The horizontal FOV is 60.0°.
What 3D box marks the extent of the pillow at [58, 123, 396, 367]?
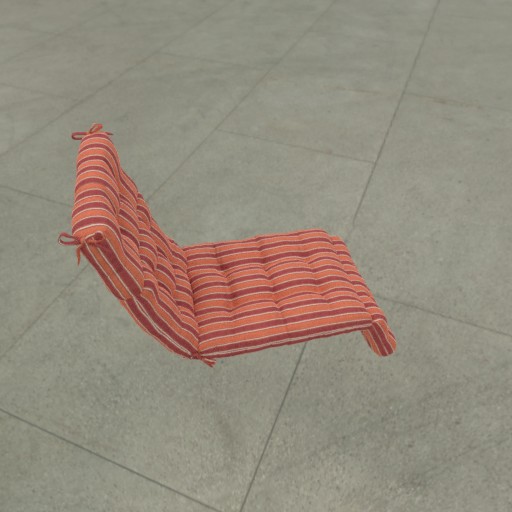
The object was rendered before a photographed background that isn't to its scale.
[{"bbox_3d":[0.000,0.000,1.514,1.016,0.863,0.526,-9,46,-9],"label":"pillow"}]
